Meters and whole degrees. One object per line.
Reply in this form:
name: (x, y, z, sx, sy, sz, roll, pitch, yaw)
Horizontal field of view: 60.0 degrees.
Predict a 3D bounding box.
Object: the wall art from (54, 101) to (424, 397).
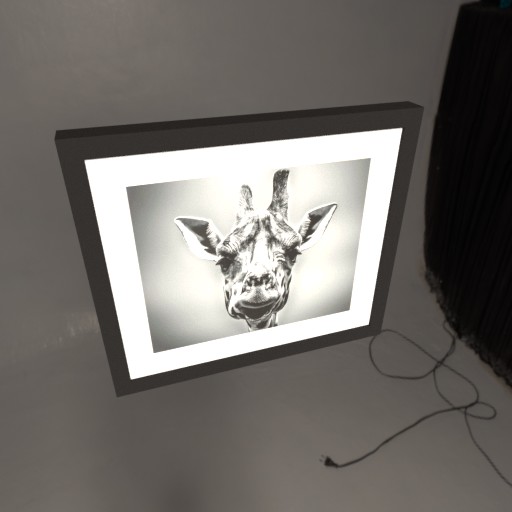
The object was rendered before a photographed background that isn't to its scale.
wall art: (0.000, 0.000, 0.537, 0.381, 0.330, 0.031, -10, 33, -15)
